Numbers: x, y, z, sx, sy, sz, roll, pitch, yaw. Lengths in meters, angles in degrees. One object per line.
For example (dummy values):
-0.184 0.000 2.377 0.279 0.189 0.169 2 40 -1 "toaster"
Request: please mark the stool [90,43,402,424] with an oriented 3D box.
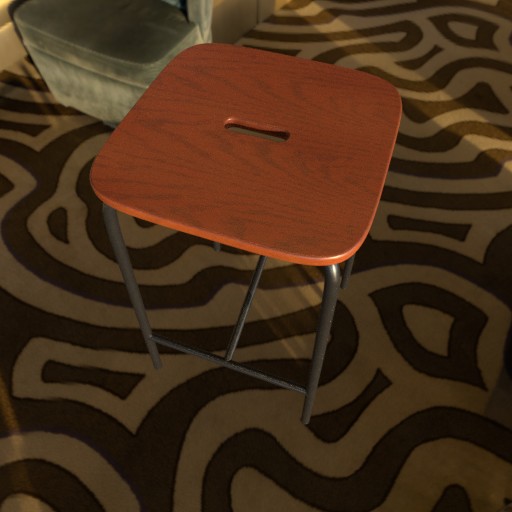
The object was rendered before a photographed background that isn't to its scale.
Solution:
0.000 0.000 0.846 0.376 0.610 0.376 17 58 11 "stool"
